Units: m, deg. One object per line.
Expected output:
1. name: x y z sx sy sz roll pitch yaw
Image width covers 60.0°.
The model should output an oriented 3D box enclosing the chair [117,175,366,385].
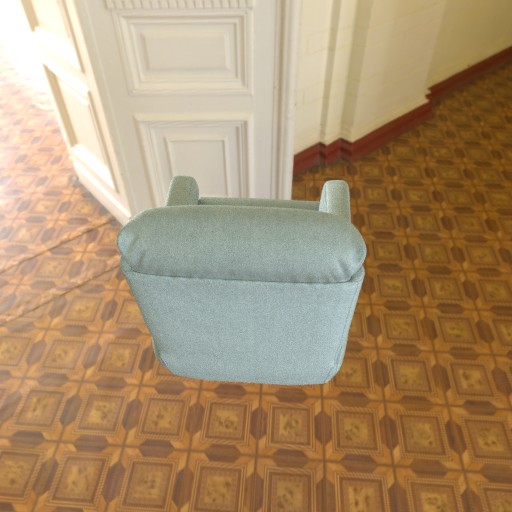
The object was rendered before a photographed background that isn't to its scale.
1. chair: 0.000 0.000 1.689 0.812 1.013 0.940 3 45 3
